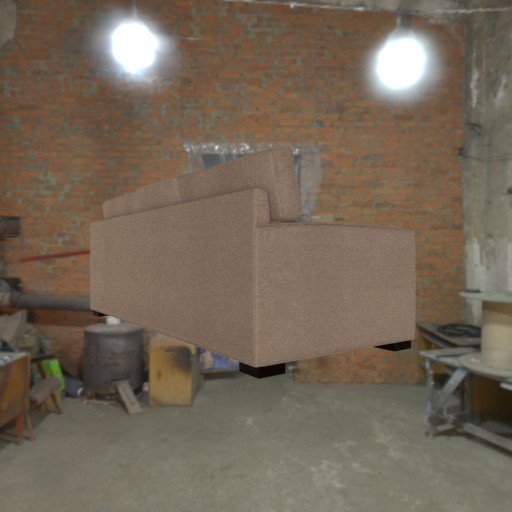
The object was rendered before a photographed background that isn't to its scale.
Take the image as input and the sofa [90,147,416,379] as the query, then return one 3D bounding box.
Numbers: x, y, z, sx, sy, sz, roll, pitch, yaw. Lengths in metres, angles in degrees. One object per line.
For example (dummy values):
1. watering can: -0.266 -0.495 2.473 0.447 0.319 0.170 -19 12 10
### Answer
1. sofa: 0.000 0.000 2.819 1.496 0.861 2.087 0 0 -36
